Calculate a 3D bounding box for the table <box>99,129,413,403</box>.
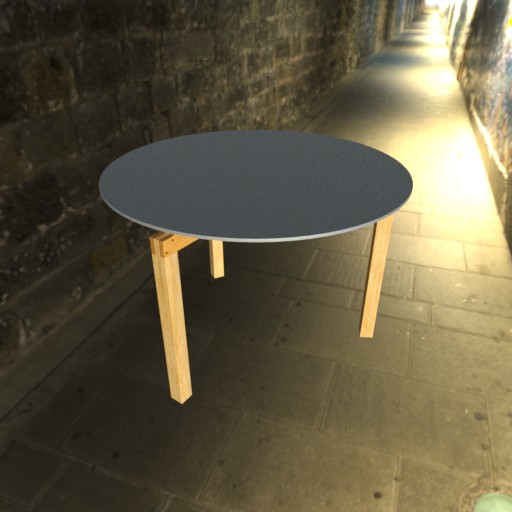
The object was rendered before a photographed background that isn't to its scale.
[{"bbox_3d":[0.000,0.000,0.986,0.600,0.405,0.600,0,30,0],"label":"table"}]
